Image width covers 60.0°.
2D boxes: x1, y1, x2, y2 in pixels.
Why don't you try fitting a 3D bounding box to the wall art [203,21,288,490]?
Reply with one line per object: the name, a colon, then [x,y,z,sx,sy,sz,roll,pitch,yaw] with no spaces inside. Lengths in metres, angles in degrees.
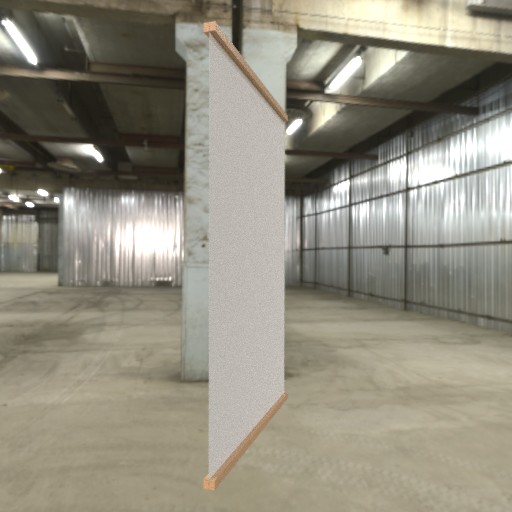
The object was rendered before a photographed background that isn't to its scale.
wall art: [0.000,0.000,0.771,0.016,0.611,0.401,0,0,18]
